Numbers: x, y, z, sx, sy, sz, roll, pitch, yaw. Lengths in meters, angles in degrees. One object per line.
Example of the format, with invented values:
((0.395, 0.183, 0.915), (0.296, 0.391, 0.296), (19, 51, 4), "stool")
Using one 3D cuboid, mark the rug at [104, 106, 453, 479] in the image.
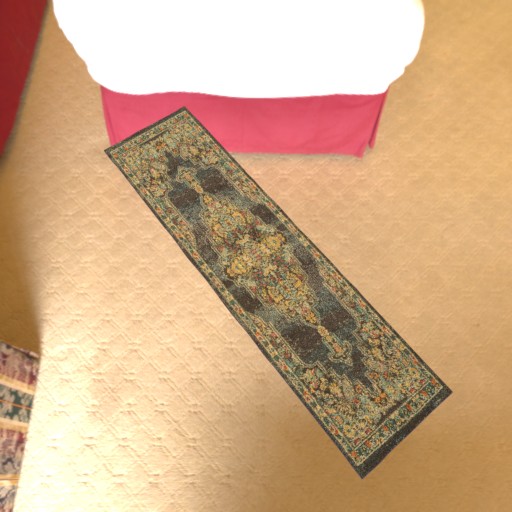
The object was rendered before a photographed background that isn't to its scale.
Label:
((0.000, 0.000, 2.405), (0.602, 0.016, 2.283), (-35, 69, -16), "rug")
